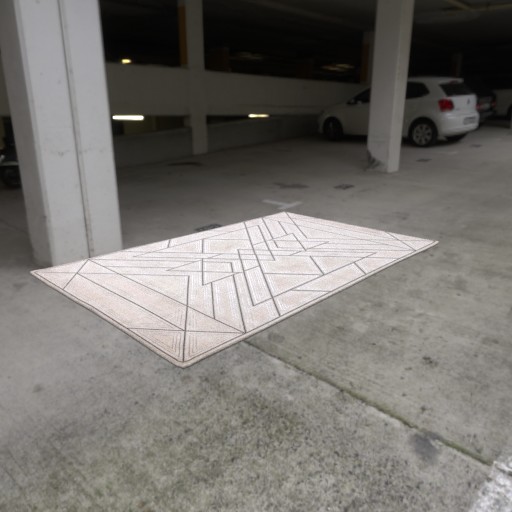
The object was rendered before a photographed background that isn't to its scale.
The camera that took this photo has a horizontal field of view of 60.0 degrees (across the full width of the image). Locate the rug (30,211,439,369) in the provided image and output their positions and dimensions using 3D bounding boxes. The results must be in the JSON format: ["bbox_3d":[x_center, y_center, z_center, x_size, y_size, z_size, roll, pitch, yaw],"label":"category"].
[{"bbox_3d":[0.000,0.000,3.086,1.575,0.023,2.459,17,24,41],"label":"rug"}]
